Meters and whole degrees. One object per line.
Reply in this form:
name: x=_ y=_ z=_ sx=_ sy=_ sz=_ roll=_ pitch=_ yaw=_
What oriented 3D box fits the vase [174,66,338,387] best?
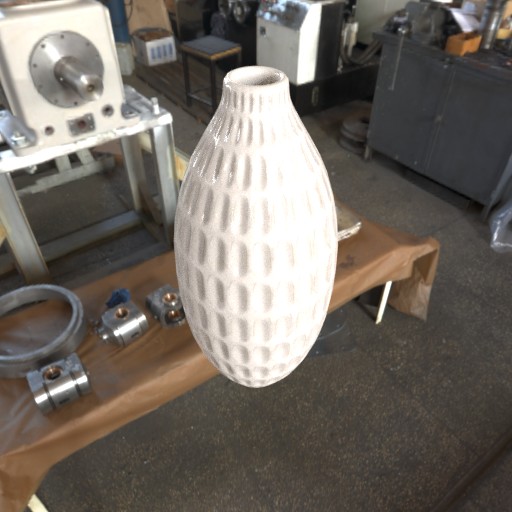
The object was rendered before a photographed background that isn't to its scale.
vase: x=0.000 y=0.000 z=0.354 sx=0.127 sy=0.282 sz=0.127 roll=0 pitch=41 yaw=0
